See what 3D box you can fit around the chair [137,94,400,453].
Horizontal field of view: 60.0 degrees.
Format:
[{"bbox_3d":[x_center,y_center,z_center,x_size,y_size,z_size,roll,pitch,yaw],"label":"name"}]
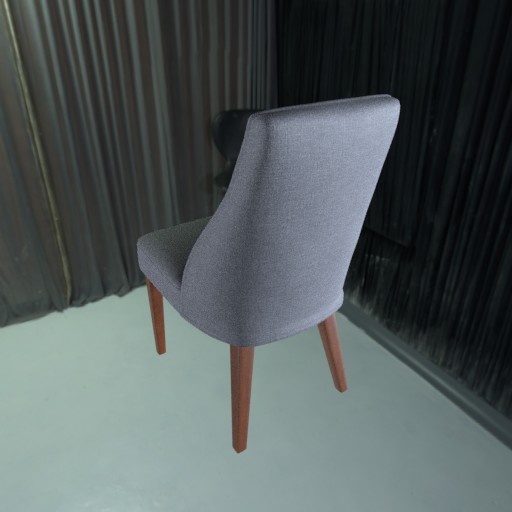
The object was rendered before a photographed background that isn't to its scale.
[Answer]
[{"bbox_3d":[0.000,0.000,1.273,0.500,0.930,0.620,-18,34,-30],"label":"chair"}]
